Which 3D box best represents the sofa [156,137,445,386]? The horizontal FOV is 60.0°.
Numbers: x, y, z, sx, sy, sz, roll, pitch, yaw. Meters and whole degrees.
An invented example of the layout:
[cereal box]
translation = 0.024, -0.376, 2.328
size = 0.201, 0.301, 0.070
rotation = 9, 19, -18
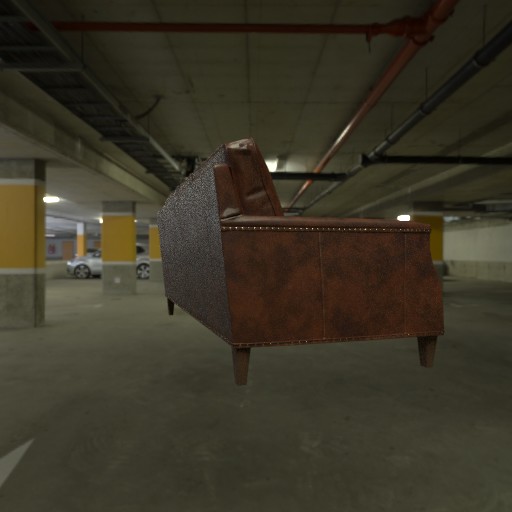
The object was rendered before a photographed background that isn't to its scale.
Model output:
[sofa]
translation = 0.000, 0.000, 2.875
size = 1.084, 1.003, 2.240
rotation = 0, 0, -18
